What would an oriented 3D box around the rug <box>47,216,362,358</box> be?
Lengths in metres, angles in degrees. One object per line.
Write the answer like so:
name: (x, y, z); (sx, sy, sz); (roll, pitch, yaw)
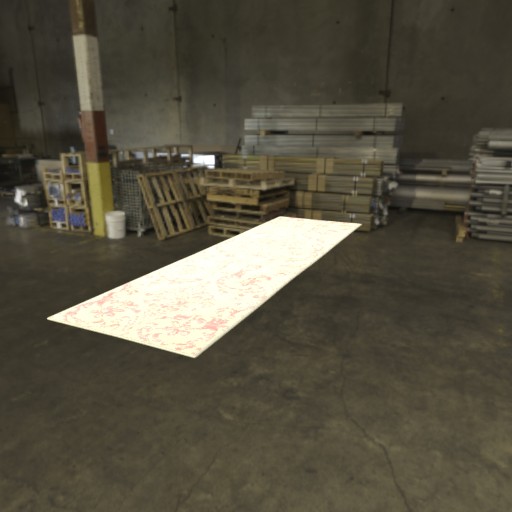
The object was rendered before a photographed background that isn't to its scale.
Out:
rug: (0.000, 0.000, 2.458); (0.662, 0.011, 2.196); (8, 18, 25)
